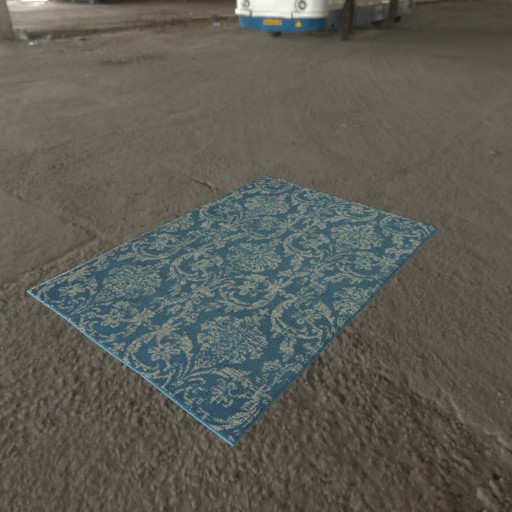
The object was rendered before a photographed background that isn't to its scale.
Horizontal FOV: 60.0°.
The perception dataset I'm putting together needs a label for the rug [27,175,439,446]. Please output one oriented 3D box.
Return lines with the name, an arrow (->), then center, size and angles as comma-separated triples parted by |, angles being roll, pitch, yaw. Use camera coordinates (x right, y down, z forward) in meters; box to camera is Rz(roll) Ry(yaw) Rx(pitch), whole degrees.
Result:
rug -> 0.000, 0.000, 2.818 | 1.554, 0.012, 2.205 | 23, 39, 32
